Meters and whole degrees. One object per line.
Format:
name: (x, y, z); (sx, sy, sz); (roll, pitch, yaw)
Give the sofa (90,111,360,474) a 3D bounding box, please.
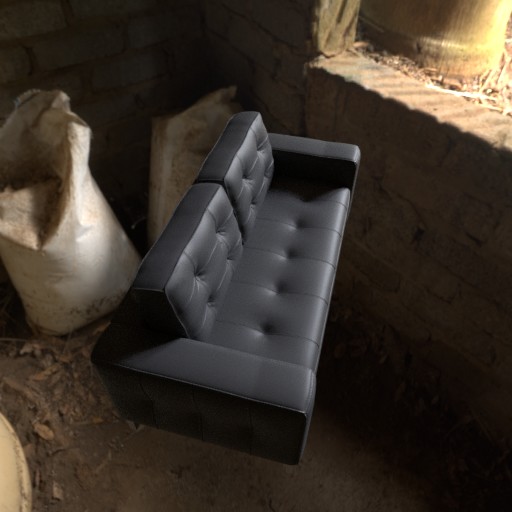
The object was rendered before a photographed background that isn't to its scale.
sofa: (0.000, 0.000, 2.234); (0.833, 0.893, 1.726); (11, 47, 10)
